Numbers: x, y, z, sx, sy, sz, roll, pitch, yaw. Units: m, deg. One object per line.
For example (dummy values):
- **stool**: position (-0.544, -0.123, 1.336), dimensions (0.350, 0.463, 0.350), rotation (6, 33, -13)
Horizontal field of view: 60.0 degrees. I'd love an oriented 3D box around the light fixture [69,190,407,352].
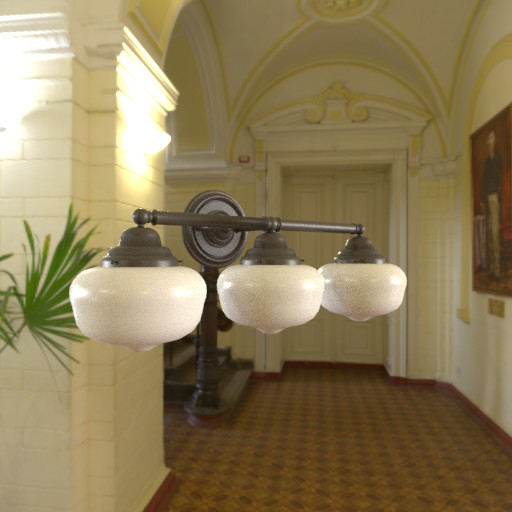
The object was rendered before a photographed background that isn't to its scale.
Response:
- **light fixture**: position (0.000, 0.000, 0.715), dimensions (0.587, 0.242, 0.239), rotation (0, 0, -37)
